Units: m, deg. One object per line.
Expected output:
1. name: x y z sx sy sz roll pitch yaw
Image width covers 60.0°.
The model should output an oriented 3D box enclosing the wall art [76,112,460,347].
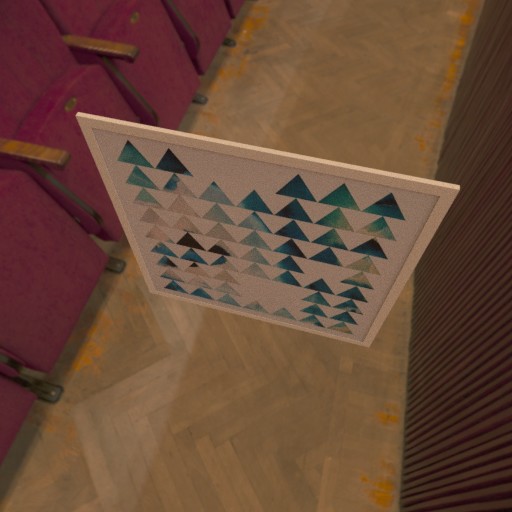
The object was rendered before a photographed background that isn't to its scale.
1. wall art: 0.000 0.000 1.247 0.809 0.809 0.012 13 58 8
